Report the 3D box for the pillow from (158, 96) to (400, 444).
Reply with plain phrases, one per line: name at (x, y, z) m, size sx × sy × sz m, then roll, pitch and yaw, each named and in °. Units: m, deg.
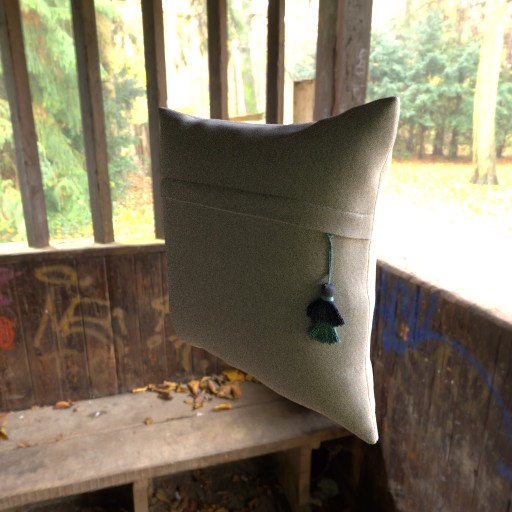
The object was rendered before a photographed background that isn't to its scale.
pillow at (0.000, 0.000, 0.668) m, size 0.433 × 0.436 × 0.173 m, roll 15°, pitch 22°, yaw 42°
